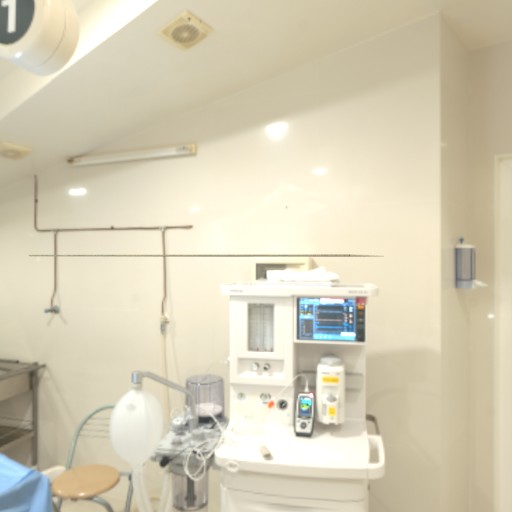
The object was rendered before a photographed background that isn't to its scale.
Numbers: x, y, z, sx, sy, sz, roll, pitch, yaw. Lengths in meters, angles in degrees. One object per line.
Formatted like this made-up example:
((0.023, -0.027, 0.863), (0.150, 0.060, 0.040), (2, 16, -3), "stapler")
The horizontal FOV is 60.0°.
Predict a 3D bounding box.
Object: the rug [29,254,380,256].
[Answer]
((0.000, 0.000, 2.363), (1.229, 0.005, 1.827), (0, 0, 19), "rug")
